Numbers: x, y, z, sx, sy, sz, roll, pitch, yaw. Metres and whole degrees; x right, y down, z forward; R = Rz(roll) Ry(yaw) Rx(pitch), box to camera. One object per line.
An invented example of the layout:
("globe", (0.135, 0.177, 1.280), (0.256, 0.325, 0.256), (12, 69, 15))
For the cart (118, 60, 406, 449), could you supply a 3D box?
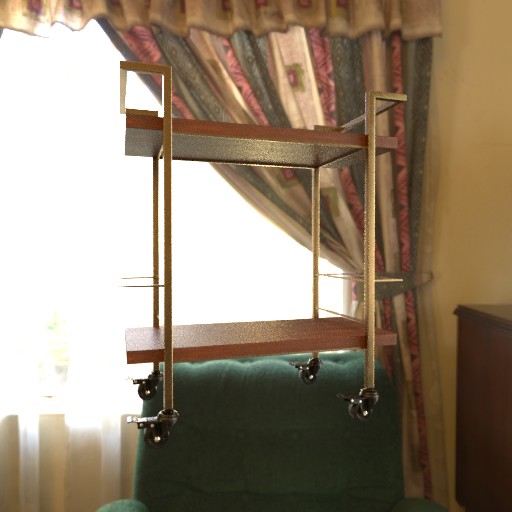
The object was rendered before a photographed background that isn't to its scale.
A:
("cart", (0.000, 0.000, 1.166), (0.695, 0.807, 0.364), (0, 1, -17))
